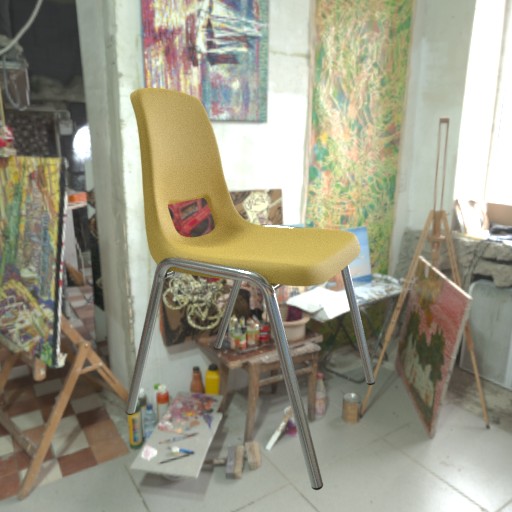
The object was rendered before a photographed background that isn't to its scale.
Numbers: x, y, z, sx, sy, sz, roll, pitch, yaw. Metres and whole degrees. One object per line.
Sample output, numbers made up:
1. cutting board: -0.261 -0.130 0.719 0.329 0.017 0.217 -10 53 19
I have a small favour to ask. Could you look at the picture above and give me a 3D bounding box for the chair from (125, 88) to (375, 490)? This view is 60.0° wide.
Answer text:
1. chair: 0.000 0.000 0.893 0.436 0.653 0.381 8 16 27
